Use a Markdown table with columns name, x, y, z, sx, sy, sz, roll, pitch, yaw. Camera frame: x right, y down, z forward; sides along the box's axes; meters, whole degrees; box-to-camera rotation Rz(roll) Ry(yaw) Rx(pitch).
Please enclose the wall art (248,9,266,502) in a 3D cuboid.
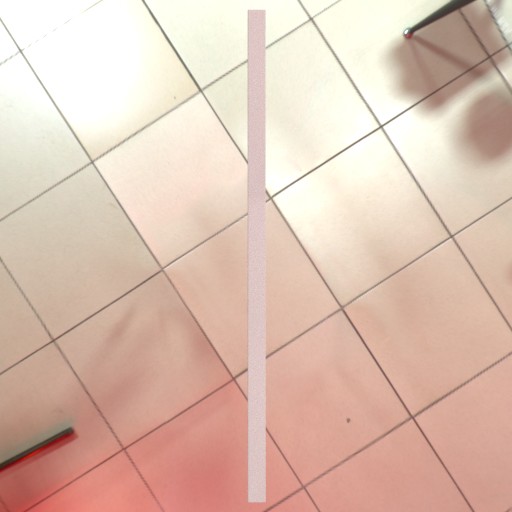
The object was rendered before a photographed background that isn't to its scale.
| name | x | y | z | sx | sy | sz | roll | pitch | yaw |
| --- | --- | --- | --- | --- | --- | --- | --- | --- | --- |
| wall art | 0.000 | 0.000 | 1.123 | 0.033 | 0.617 | 0.906 | 0 | 90 | 0 |
